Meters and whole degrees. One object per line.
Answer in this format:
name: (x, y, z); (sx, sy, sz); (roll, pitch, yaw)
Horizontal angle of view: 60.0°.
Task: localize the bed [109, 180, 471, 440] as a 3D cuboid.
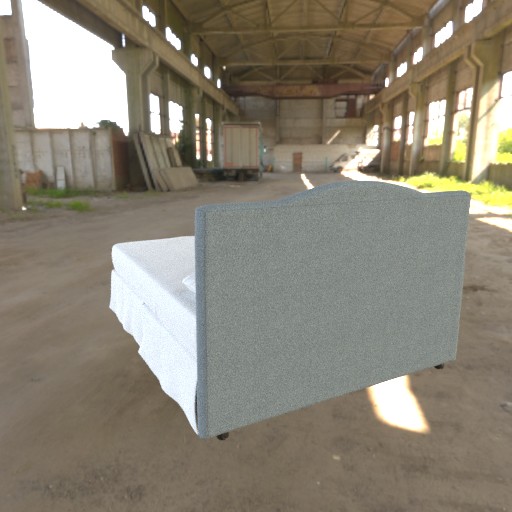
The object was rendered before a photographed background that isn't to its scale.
bed: (0.000, 0.000, 3.951); (2.161, 1.457, 2.689); (-7, 15, -28)
